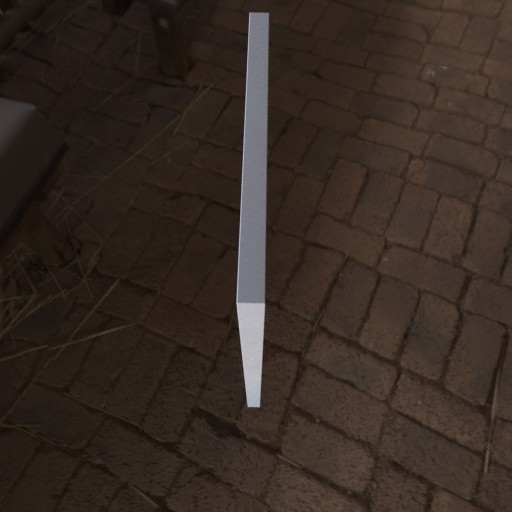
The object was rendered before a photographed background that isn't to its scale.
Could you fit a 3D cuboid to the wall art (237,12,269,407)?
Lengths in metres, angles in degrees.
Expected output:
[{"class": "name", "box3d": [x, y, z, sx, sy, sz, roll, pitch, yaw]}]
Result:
[{"class": "wall art", "box3d": [0.000, 0.000, 1.143, 0.039, 0.915, 0.612, 1, 63, 1]}]
